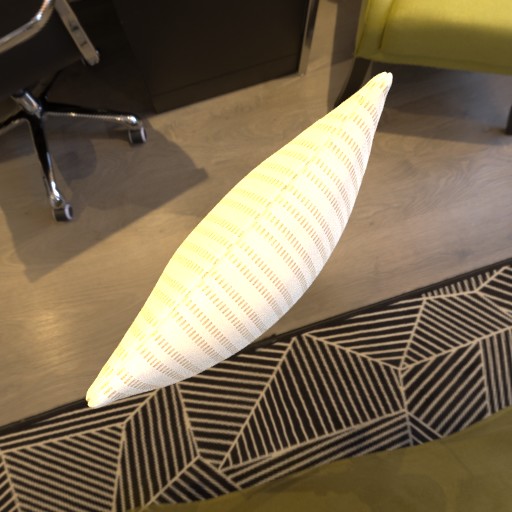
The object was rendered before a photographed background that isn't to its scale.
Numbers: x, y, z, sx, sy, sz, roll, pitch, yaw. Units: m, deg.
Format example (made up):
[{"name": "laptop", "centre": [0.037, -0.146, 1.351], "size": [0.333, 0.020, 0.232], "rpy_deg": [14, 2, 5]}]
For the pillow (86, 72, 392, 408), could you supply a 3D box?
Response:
[{"name": "pillow", "centre": [0.000, 0.000, 0.776], "size": [0.210, 0.353, 0.640], "rpy_deg": [40, 80, 8]}]
